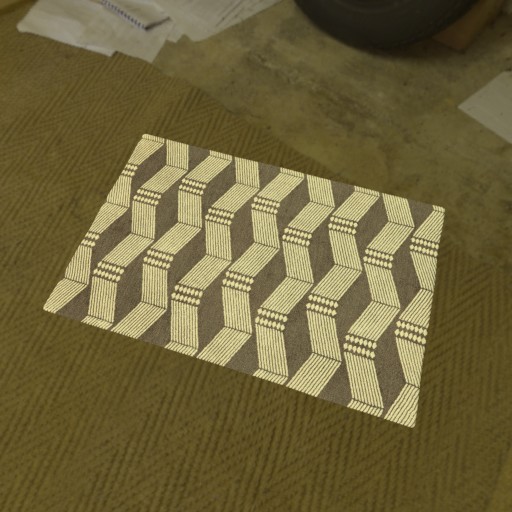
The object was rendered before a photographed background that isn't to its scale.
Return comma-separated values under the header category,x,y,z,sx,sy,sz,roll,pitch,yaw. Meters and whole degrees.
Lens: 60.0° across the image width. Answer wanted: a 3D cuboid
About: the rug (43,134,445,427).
category,x,y,z,sx,sy,sz,roll,pitch,yaw
rug,0.000,0.000,2.332,1.833,0.016,1.210,16,63,8
